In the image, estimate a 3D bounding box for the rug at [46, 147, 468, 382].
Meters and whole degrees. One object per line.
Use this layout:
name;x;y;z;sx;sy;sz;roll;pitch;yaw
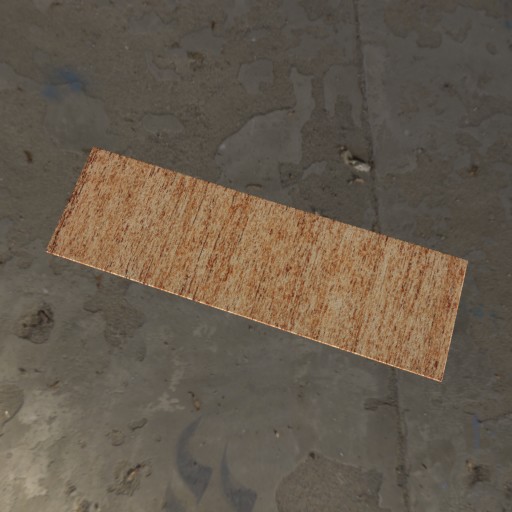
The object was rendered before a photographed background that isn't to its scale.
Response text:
rug;0.000;0.000;2.453;2.237;0.014;0.680;18;76;4
